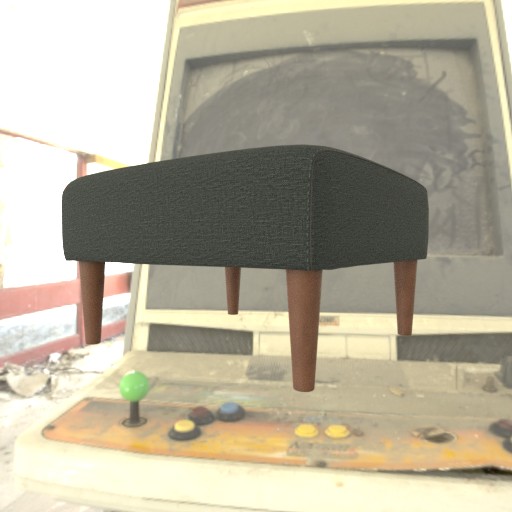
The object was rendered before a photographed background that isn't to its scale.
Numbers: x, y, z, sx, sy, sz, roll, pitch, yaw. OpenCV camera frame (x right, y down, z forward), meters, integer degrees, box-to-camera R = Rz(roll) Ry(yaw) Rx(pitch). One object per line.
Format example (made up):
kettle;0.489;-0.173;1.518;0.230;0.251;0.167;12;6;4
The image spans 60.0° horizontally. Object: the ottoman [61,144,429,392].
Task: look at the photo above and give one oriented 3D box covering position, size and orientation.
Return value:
ottoman;0.000;0.000;1.062;0.650;0.398;0.649;1;2;35
